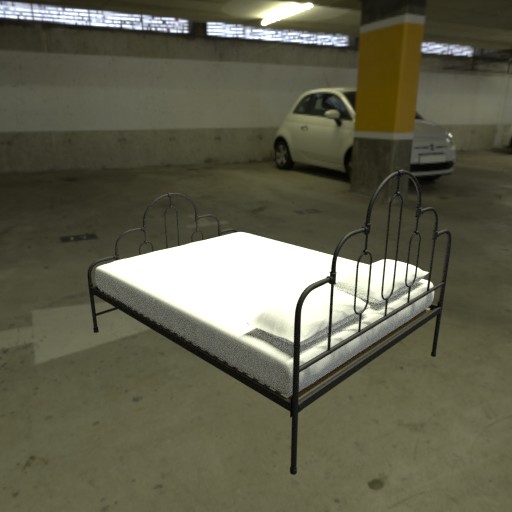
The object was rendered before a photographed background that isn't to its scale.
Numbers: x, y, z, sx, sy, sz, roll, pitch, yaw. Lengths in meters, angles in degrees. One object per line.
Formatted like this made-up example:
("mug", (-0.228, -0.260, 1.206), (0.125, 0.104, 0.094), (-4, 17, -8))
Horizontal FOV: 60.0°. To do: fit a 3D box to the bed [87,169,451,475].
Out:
("bed", (0.000, 0.000, 3.251), (1.640, 1.429, 2.163), (-17, 24, -42))
